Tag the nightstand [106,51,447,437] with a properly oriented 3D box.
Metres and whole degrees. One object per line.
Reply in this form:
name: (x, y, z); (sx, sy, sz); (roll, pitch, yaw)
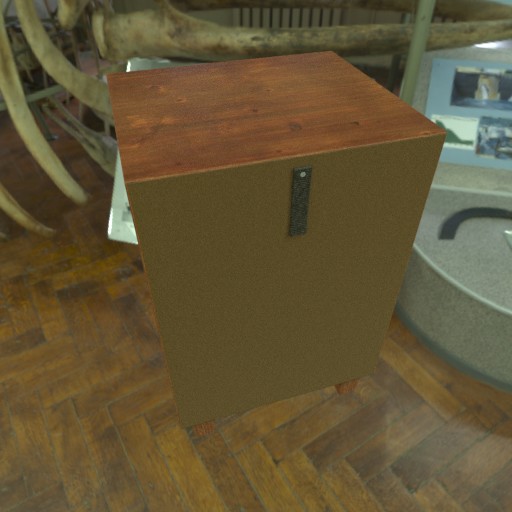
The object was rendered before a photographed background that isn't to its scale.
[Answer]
nightstand: (0.000, 0.000, 0.969); (0.465, 0.695, 0.410); (-12, 42, -13)
